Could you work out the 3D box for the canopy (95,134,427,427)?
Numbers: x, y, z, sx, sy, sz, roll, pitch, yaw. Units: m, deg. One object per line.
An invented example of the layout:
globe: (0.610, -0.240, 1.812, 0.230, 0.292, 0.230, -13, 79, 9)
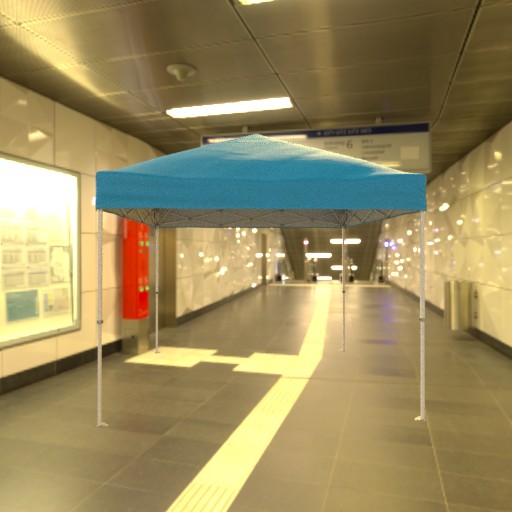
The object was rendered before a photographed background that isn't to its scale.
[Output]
canopy: (0.000, 0.000, 5.450, 2.996, 2.997, 2.998, 0, 0, -3)
